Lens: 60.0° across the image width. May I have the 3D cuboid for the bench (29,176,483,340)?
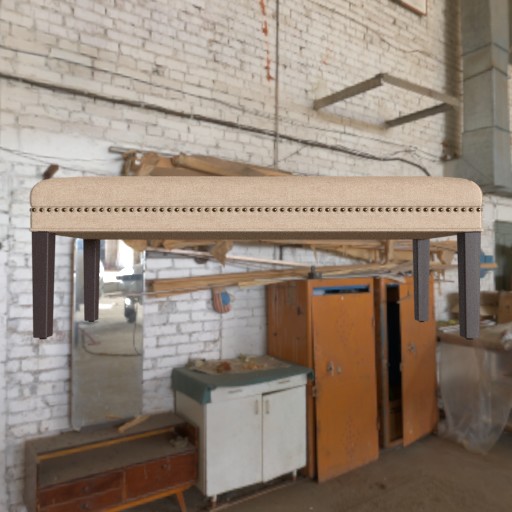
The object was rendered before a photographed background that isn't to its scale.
[{"bbox_3d":[0.000,0.000,1.385,1.219,0.457,0.410,0,-1,0],"label":"bench"}]
